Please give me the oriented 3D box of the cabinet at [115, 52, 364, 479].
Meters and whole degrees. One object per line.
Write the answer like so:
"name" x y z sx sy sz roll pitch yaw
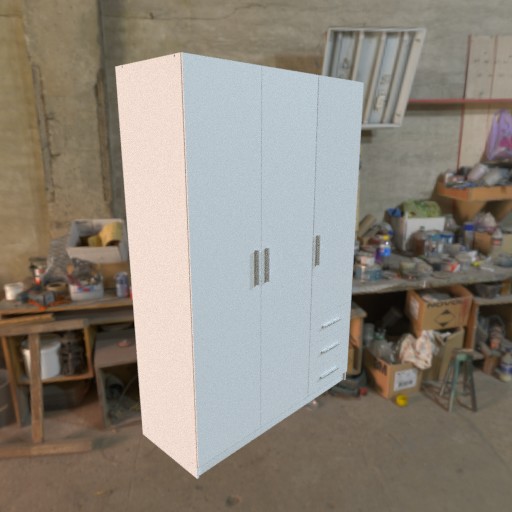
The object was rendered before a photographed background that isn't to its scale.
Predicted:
"cabinet" 0.000 0.000 2.511 0.510 1.910 1.290 14 20 42
